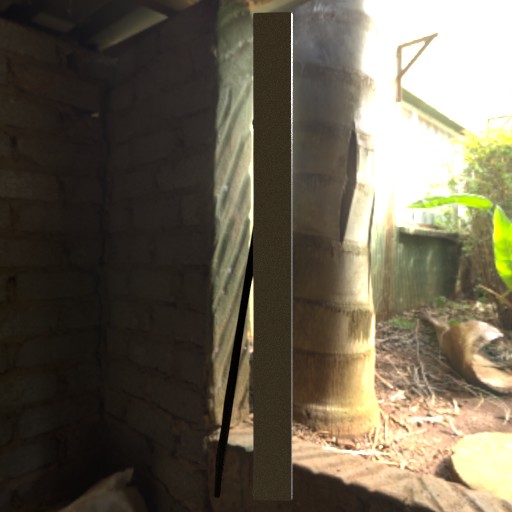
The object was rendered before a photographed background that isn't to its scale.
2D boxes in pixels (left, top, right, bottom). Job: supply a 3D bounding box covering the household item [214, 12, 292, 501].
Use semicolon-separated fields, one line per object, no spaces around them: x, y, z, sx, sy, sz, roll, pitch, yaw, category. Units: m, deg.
0.000;0.000;0.327;0.045;0.250;0.200;0;0;2;household item
